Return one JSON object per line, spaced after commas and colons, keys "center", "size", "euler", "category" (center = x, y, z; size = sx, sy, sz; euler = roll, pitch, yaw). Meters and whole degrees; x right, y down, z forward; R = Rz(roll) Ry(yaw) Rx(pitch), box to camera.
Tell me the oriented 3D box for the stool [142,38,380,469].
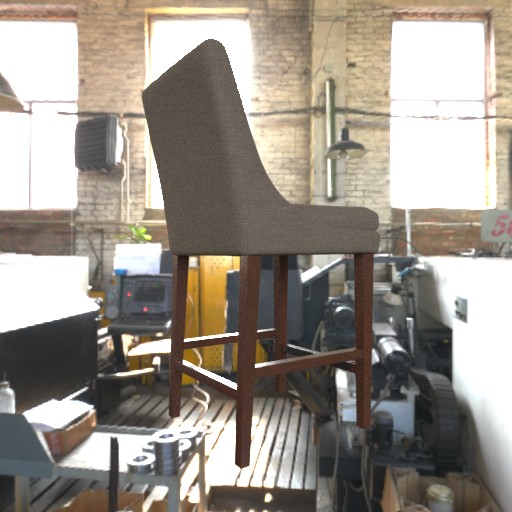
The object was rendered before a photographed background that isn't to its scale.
{"center": [0.000, 0.000, 1.294], "size": [0.577, 0.981, 0.470], "euler": [0, 0, -35], "category": "stool"}
